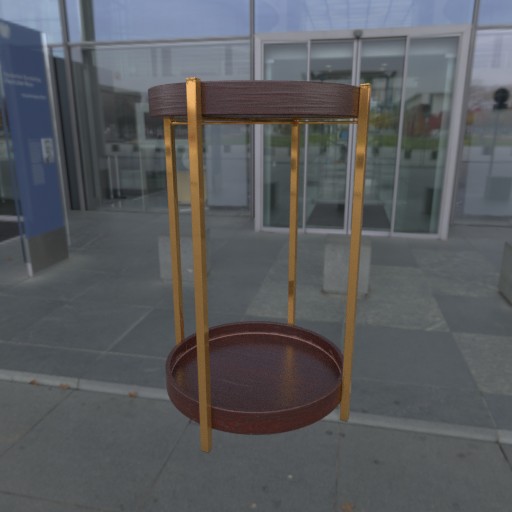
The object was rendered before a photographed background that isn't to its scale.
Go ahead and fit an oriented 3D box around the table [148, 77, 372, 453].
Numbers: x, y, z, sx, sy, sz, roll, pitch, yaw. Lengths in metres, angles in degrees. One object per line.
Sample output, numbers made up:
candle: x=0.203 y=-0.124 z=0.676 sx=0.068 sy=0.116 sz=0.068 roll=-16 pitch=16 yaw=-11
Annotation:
table: x=0.000 y=0.000 z=0.861 sx=0.400 sy=0.610 sz=0.400 roll=8 pitch=18 yaw=26
